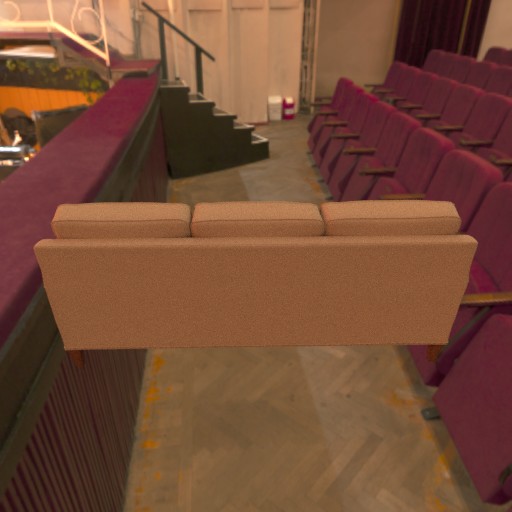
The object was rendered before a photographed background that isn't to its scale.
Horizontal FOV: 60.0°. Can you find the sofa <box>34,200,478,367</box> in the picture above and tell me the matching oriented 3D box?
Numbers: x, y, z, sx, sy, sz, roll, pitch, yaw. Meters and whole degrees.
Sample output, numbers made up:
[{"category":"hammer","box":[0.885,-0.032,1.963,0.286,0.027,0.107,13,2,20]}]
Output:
[{"category":"sofa","box":[0.000,0.000,2.771,2.246,1.003,1.084,-1,29,-1]}]
